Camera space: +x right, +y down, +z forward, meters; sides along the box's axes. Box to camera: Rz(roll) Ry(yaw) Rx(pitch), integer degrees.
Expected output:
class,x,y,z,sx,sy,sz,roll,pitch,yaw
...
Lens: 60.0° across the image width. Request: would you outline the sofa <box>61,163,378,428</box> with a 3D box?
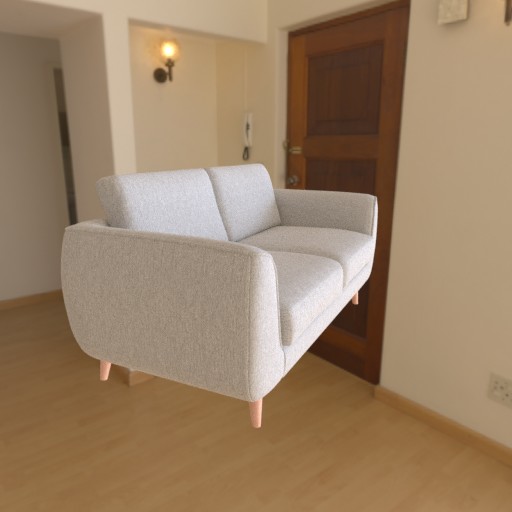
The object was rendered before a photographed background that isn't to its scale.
class,x,y,z,sx,sy,sz,roll,pitch,yaw
sofa,0.000,0.000,2.205,0.920,0.850,1.700,7,16,26
